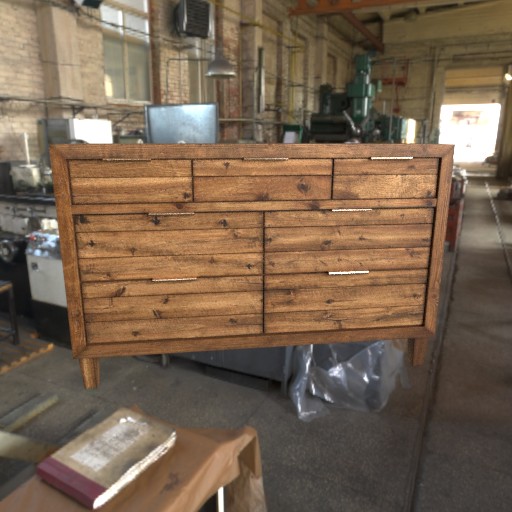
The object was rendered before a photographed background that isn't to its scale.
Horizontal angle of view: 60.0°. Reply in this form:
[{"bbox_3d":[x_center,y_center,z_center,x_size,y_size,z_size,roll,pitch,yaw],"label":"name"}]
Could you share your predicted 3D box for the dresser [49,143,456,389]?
[{"bbox_3d":[0.000,0.000,1.814,1.387,0.892,0.438,-2,15,-7],"label":"dresser"}]
